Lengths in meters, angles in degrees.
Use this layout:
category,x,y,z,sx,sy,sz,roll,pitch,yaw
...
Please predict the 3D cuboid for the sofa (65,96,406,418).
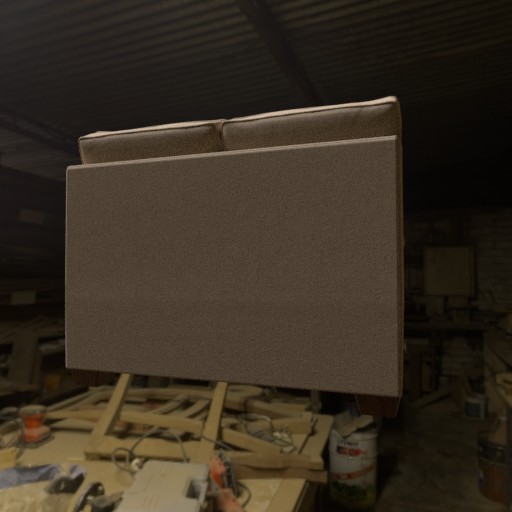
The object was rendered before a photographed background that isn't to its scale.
category,x,y,z,sx,sy,sz,roll,pitch,yaw
sofa,0.000,0.000,1.938,1.237,1.008,0.951,-1,-2,19
